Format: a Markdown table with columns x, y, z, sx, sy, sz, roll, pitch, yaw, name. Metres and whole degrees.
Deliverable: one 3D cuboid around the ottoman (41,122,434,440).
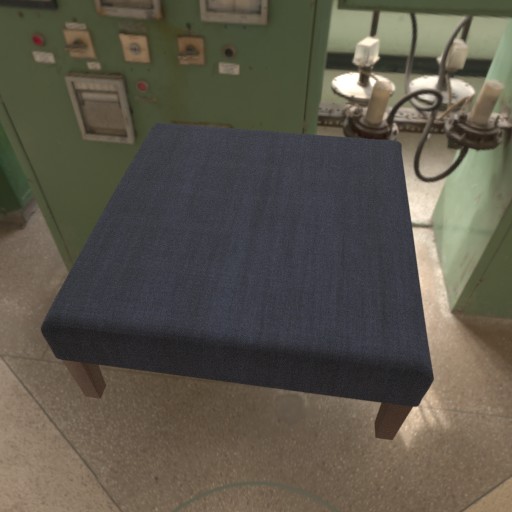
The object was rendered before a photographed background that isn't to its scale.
| x | y | z | sx | sy | sz | roll | pitch | yaw | name |
| --- | --- | --- | --- | --- | --- | --- | --- | --- | --- |
| 0.000 | 0.000 | 1.379 | 0.889 | 0.411 | 0.890 | 6 | 48 | 6 | ottoman |
